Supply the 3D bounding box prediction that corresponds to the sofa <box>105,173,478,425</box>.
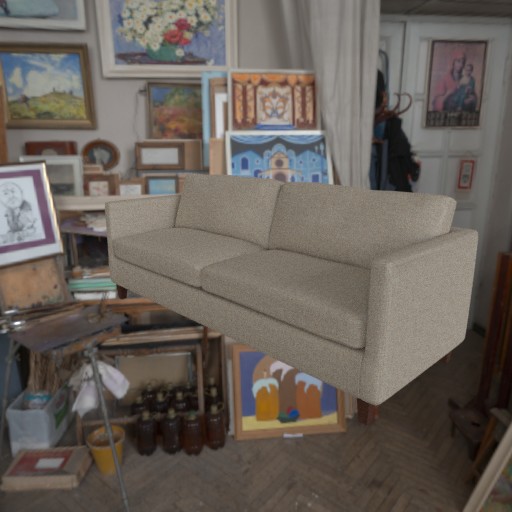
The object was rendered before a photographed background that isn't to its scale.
[{"bbox_3d":[0.000,0.000,2.913,0.951,0.965,2.434,-14,20,-42],"label":"sofa"}]
